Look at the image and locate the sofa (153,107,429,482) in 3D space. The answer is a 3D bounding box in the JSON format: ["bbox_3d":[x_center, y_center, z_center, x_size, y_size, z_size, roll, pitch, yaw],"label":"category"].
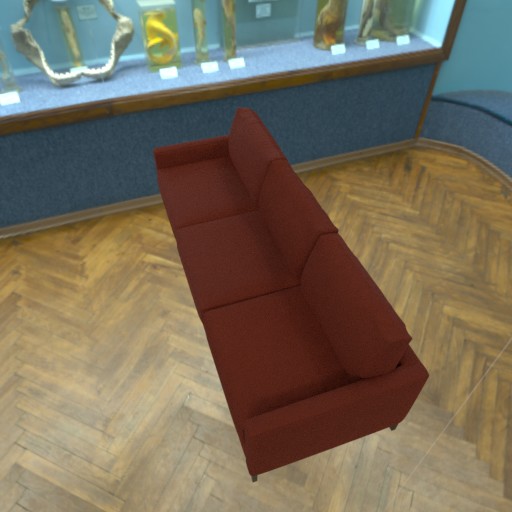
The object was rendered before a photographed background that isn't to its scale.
[{"bbox_3d":[0.000,0.000,2.715,0.875,0.879,2.252,-14,48,-13],"label":"sofa"}]
